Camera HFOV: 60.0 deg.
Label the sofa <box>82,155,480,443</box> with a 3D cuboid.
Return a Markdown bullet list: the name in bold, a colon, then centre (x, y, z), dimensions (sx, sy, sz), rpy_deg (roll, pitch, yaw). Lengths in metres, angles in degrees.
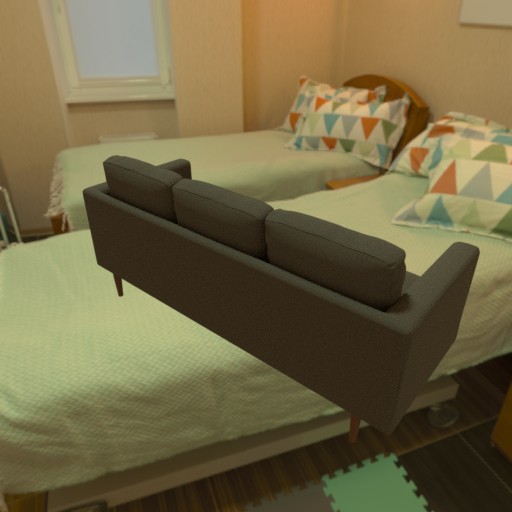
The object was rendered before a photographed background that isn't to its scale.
- **sofa**: centre (0.000, 0.000, 2.424), dimensions (2.029, 0.912, 0.802), rpy_deg (23, 37, 34)
